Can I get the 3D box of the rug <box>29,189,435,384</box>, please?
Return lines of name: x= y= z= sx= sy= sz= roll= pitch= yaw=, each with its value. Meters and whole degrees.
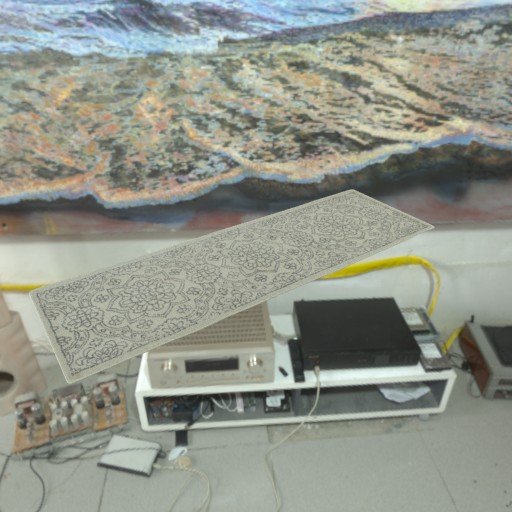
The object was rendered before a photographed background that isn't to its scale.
rug: x=0.000 y=0.000 z=2.696 sx=2.431 sy=0.006 sz=0.806 roll=-20 pitch=37 yaw=-29
